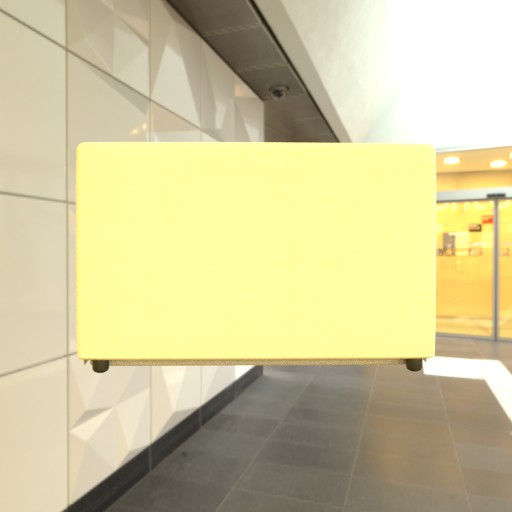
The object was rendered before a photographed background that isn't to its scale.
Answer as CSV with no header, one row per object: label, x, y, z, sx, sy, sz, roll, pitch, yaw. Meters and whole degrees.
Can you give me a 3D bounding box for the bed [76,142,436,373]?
bed,0.000,0.000,3.648,2.119,1.317,2.341,0,0,-1
